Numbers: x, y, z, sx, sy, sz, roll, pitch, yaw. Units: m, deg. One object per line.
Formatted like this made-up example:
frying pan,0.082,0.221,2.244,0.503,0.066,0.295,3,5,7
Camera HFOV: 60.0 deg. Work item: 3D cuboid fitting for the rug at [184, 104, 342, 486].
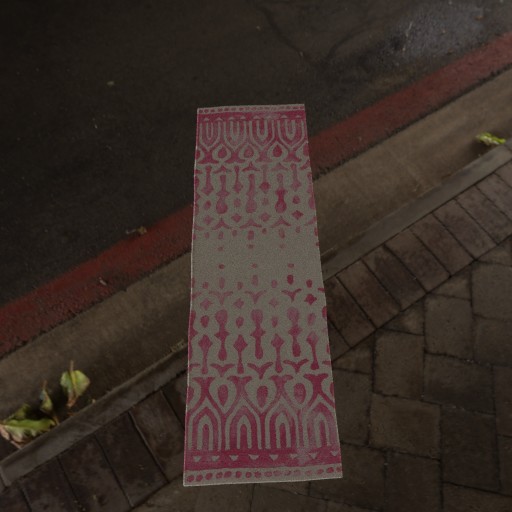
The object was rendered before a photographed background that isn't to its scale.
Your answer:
rug,0.000,0.000,2.689,0.787,0.011,2.458,-1,64,-1
